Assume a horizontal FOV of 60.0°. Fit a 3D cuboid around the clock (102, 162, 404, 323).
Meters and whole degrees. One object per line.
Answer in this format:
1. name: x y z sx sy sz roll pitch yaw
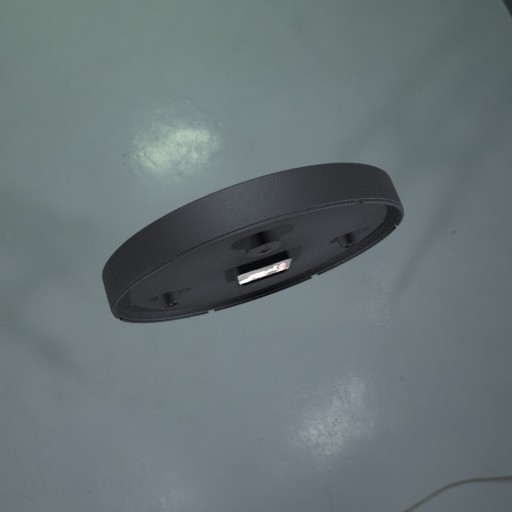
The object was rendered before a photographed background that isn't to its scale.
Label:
1. clock: 0.000 0.000 0.445 0.293 0.293 0.040 -18 76 -5
